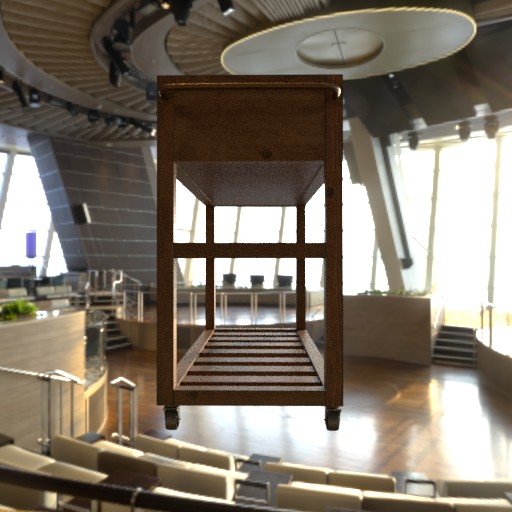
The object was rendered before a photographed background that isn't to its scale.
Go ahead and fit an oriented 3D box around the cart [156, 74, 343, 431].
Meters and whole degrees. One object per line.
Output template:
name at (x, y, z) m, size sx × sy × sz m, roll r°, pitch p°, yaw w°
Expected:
cart at (0.000, 0.000, 1.475) m, size 0.445 × 0.830 × 1.065 m, roll 0°, pitch 0°, yaw 1°
